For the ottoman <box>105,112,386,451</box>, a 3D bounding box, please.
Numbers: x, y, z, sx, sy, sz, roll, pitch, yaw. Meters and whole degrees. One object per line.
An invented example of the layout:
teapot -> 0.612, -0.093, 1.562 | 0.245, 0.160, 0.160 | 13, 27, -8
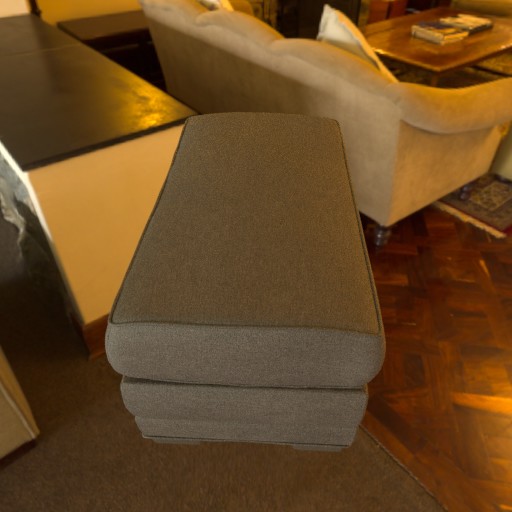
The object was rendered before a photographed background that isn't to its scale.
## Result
ottoman -> 0.000, 0.000, 1.150 | 0.490, 0.448, 0.864 | 2, 41, 2
